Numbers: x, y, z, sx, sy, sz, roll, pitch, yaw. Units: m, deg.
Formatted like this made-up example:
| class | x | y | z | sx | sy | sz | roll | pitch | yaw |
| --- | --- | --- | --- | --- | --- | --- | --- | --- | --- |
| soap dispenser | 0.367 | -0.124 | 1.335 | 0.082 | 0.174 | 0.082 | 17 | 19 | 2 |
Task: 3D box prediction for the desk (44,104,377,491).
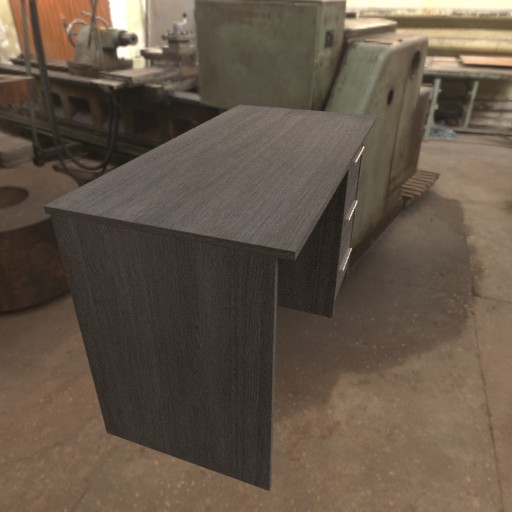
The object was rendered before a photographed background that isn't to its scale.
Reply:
| class | x | y | z | sx | sy | sz | roll | pitch | yaw |
| --- | --- | --- | --- | --- | --- | --- | --- | --- | --- |
| desk | 0.000 | 0.000 | 1.492 | 0.560 | 0.735 | 1.097 | 11 | 32 | 18 |
